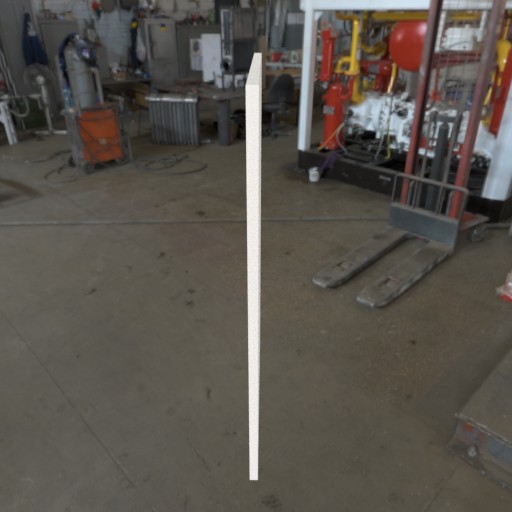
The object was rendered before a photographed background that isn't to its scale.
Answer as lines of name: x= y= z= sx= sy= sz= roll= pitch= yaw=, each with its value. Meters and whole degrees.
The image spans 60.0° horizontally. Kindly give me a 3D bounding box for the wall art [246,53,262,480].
wall art: x=0.000 y=0.000 z=0.595 sx=0.010 sy=0.474 sz=0.325 roll=0 pitch=29 yaw=1
